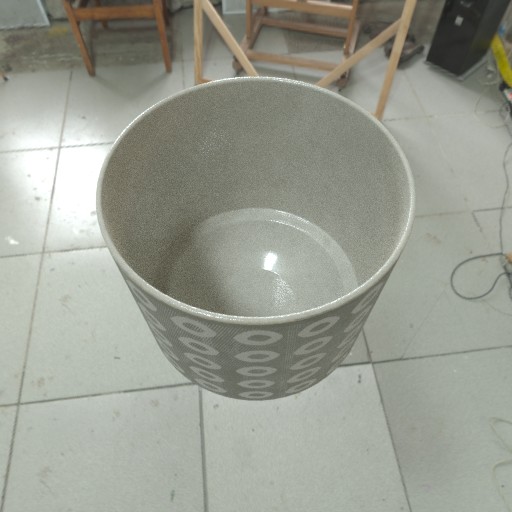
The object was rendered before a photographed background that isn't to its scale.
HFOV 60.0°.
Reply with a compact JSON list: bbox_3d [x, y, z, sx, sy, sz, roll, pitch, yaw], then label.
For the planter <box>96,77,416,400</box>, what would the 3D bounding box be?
[{"bbox_3d":[0.000,0.000,0.451,0.250,0.239,0.250,0,58,0],"label":"planter"}]
